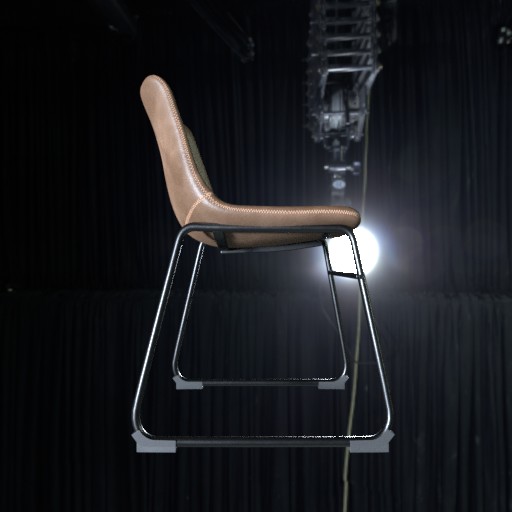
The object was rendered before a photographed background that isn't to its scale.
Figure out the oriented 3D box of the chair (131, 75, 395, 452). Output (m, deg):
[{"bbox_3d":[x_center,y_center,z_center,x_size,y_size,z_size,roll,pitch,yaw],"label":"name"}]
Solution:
[{"bbox_3d":[0.000,0.000,1.108,0.551,0.780,0.460,0,-1,0],"label":"chair"}]
